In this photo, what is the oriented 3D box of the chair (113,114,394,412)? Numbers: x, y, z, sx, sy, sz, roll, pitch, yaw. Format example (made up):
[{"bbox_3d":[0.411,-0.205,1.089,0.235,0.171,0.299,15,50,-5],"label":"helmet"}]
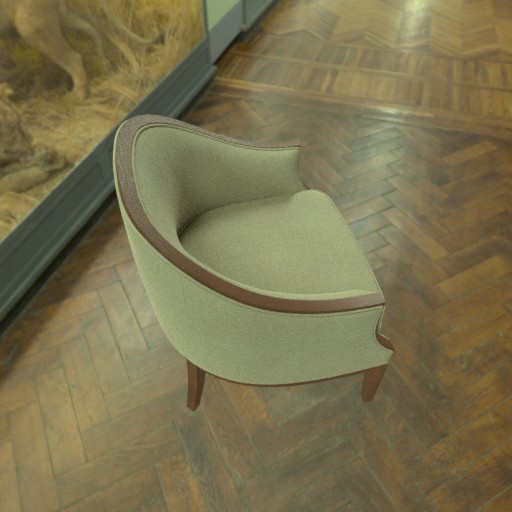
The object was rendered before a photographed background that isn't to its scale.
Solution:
[{"bbox_3d":[0.000,0.000,1.464,0.735,0.876,0.803,-10,48,-9],"label":"chair"}]
